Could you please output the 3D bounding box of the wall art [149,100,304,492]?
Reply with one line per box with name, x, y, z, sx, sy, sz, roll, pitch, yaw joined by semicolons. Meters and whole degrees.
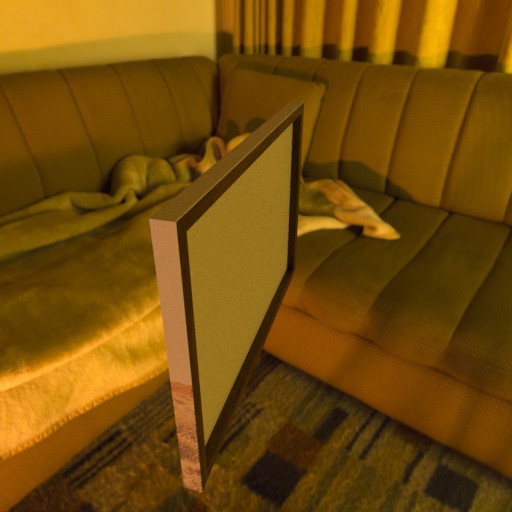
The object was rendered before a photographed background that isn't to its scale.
wall art;0.000;0.000;1.424;0.051;0.761;1.138;8;31;14
